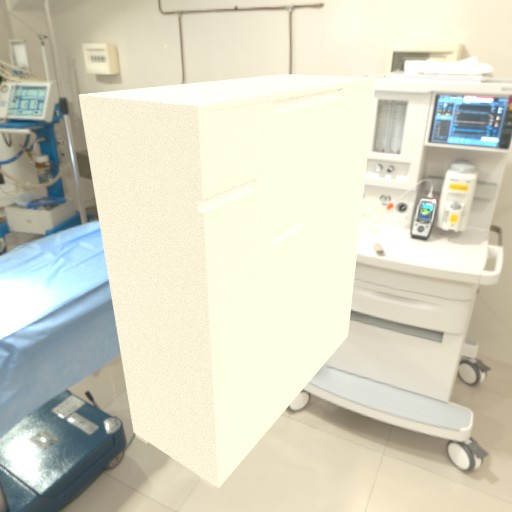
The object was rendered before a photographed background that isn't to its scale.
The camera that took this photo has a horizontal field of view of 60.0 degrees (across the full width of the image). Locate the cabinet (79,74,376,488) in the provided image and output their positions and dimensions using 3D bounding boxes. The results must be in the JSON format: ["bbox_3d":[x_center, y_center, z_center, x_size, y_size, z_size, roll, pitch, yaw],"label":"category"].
[{"bbox_3d":[0.000,0.000,1.646,0.400,1.190,1.000,17,30,31],"label":"cabinet"}]
